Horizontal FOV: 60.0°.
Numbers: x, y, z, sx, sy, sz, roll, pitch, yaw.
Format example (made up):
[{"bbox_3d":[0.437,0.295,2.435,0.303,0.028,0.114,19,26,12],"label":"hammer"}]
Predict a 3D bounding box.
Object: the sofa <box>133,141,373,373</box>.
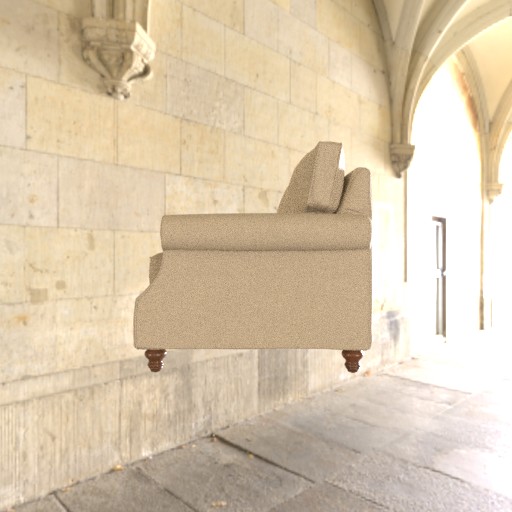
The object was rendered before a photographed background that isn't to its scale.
[{"bbox_3d":[0.000,0.000,2.832,0.966,0.948,2.354,0,0,1],"label":"sofa"}]
